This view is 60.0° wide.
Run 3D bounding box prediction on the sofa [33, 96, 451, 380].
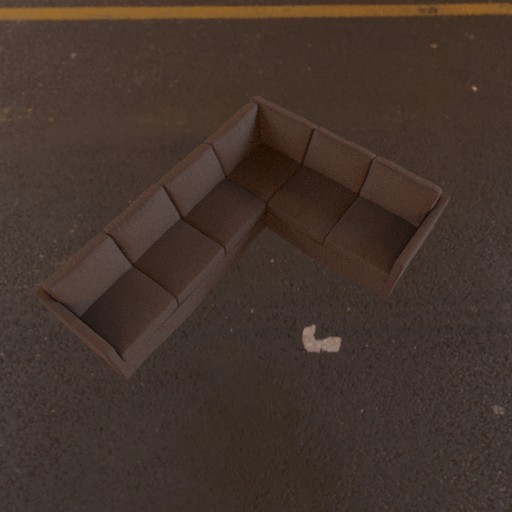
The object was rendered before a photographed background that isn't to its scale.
[{"bbox_3d":[0.000,0.000,4.290,2.432,0.871,3.182,33,64,18],"label":"sofa"}]
